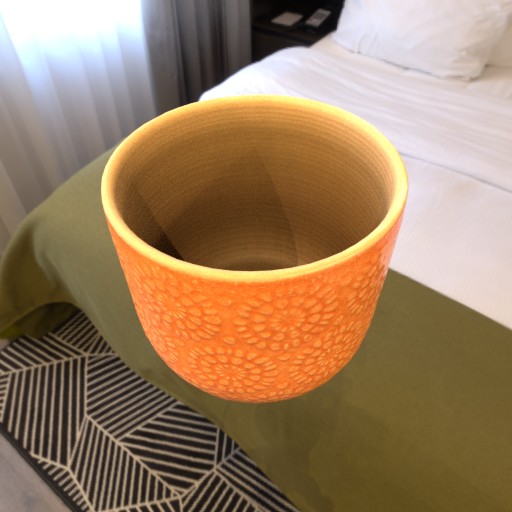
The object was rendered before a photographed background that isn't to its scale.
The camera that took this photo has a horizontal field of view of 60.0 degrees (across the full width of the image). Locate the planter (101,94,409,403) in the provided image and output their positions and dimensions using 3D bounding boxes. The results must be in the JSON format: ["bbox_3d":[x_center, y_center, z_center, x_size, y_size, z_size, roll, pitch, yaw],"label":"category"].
[{"bbox_3d":[0.000,0.000,0.292,0.170,0.152,0.170,0,46,0],"label":"planter"}]
